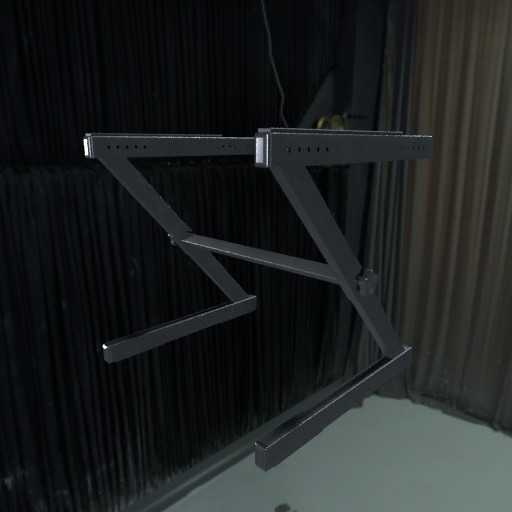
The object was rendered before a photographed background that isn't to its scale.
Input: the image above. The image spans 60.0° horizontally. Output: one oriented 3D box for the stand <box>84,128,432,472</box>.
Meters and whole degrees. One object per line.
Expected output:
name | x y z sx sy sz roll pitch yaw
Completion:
stand | 0.000 0.000 1.156 0.700 0.617 0.586 14 20 43
